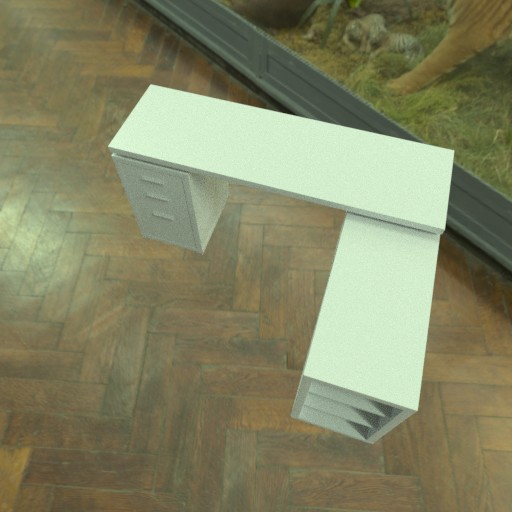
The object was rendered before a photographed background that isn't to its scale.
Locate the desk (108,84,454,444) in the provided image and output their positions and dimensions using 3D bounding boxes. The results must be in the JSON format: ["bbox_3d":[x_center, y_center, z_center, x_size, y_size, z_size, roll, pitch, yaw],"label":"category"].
[{"bbox_3d":[0.000,0.000,2.174,1.524,0.753,1.200,15,60,9],"label":"desk"}]
